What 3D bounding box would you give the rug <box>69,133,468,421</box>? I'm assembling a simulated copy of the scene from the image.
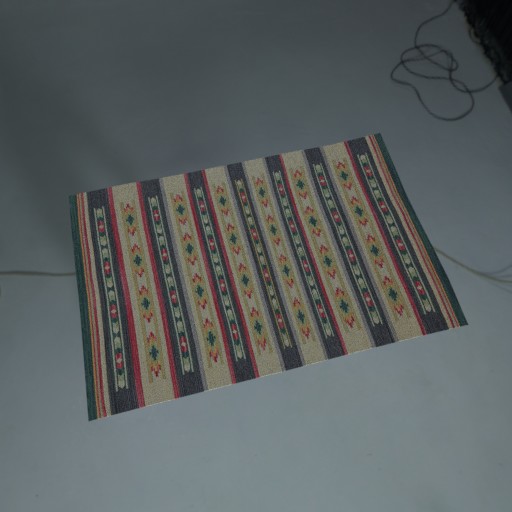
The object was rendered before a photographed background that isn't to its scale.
[{"bbox_3d":[0.000,0.000,2.897,2.311,0.010,1.522,-13,66,-6],"label":"rug"}]
